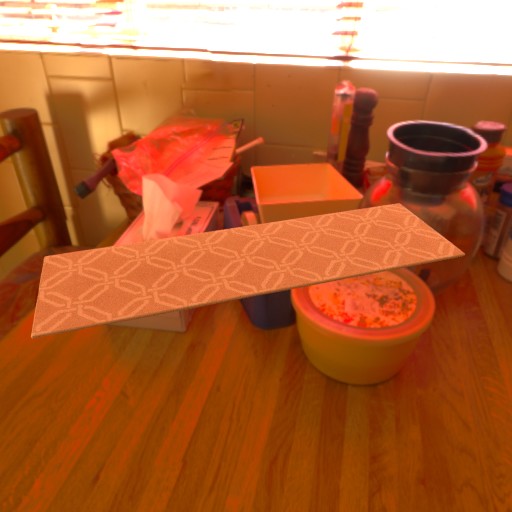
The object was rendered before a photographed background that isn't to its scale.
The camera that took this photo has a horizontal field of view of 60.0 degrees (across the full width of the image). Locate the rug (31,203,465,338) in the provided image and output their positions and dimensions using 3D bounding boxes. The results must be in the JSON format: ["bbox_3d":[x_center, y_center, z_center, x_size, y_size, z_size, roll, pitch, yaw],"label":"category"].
[{"bbox_3d":[0.000,0.000,2.497,2.276,0.014,0.678,-10,34,-14],"label":"rug"}]
